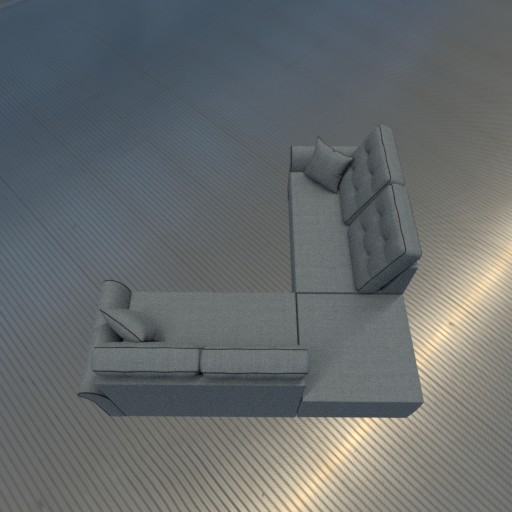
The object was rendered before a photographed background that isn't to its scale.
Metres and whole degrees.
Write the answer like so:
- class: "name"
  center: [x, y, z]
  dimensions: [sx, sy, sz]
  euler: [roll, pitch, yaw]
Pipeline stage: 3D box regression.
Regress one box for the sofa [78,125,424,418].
- class: "sofa"
  center: [0.000, 0.000, 3.216]
  dimensions: [2.070, 0.988, 2.068]
  euler: [0, 57, 0]
